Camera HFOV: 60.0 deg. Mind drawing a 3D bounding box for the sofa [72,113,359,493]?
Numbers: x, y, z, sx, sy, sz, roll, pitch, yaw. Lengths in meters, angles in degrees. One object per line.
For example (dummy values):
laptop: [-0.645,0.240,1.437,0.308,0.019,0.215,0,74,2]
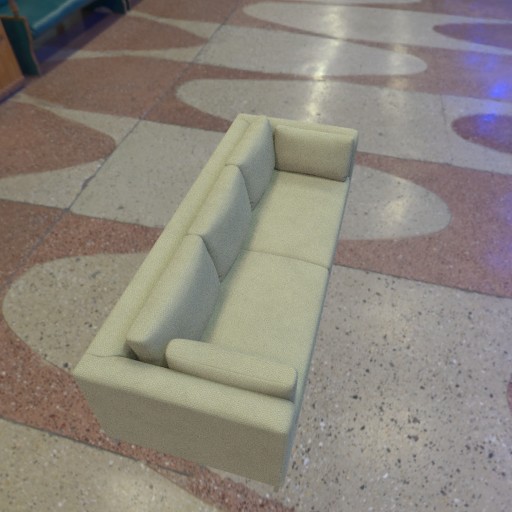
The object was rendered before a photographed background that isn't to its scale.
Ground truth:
sofa: [0.000,0.000,2.842,0.969,0.867,2.415,11,46,11]
